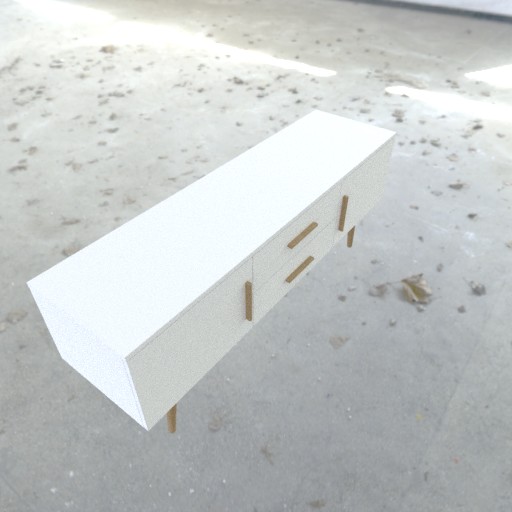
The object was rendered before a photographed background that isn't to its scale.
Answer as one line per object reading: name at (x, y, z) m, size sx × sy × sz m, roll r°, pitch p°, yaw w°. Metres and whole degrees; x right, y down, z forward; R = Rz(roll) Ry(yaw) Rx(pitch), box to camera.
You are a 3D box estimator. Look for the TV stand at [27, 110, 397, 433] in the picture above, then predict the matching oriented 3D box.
TV stand at (0.000, 0.000, 1.638) m, size 0.401 × 0.560 × 1.398 m, roll 26°, pitch 47°, yaw 28°
